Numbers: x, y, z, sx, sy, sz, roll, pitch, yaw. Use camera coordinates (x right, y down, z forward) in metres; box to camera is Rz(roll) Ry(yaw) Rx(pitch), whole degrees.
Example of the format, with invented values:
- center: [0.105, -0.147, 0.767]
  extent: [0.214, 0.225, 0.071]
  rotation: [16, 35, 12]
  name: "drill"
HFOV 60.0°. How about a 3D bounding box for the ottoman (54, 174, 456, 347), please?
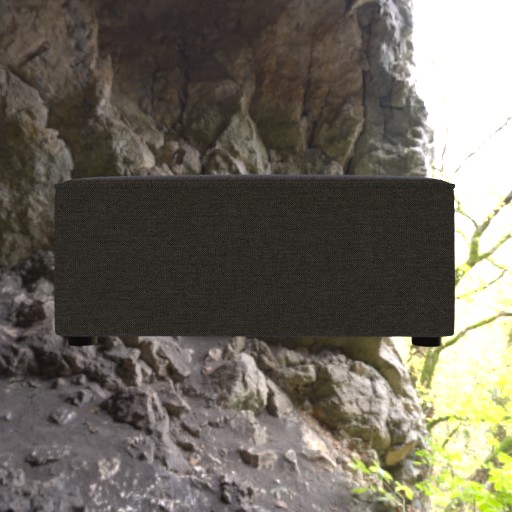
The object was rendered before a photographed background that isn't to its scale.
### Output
- center: [0.000, 0.000, 1.563]
  extent: [1.005, 0.455, 1.005]
  rotation: [0, -1, 1]
  name: "ottoman"
